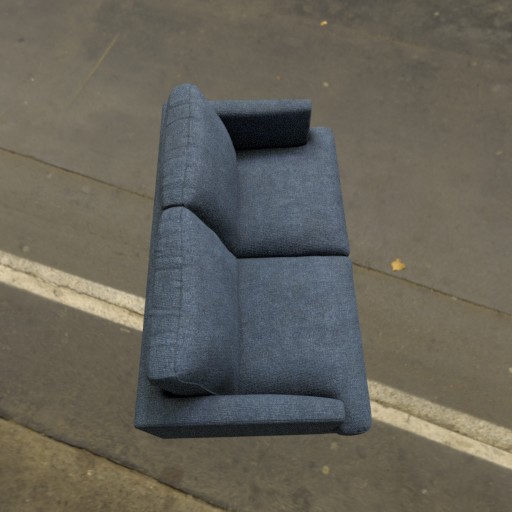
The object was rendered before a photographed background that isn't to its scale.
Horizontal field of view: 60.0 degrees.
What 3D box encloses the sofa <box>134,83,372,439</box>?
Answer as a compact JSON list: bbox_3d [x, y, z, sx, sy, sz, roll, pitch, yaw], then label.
[{"bbox_3d":[0.000,0.000,2.094,0.903,0.944,1.582,-1,64,-1],"label":"sofa"}]
